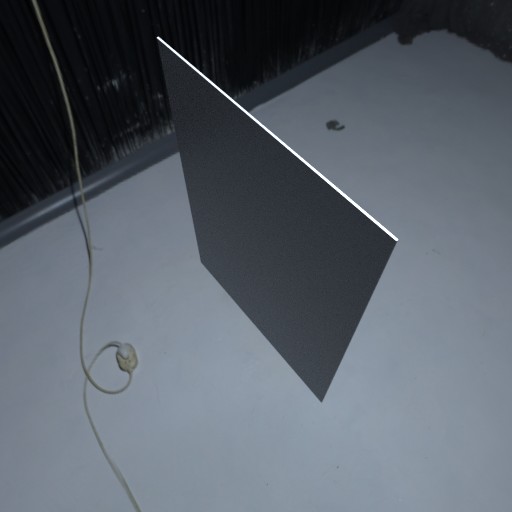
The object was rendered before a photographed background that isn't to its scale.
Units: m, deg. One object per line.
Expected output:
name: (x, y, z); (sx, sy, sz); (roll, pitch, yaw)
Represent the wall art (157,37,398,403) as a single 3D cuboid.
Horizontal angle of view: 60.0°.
wall art: (0.000, 0.000, 0.799); (0.003, 0.609, 0.457); (-34, 63, -20)
